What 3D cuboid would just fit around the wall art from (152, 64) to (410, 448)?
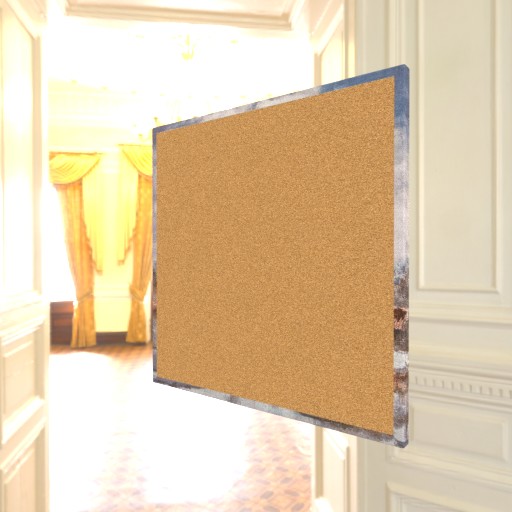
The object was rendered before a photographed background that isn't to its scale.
[{"bbox_3d":[0.000,0.000,1.489,1.010,1.020,0.040,0,1,37],"label":"wall art"}]
